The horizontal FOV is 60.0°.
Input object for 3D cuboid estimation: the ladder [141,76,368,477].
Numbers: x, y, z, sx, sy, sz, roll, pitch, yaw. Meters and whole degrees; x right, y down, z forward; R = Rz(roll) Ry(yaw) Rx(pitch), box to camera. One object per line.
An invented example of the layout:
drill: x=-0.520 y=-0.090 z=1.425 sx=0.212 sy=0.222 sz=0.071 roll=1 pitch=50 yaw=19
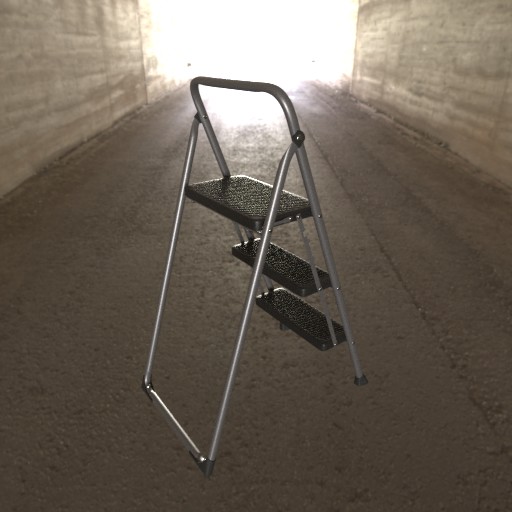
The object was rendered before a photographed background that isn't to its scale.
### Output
ladder: x=0.000 y=0.000 z=1.264 sx=0.629 sy=0.945 sz=0.430 roll=-17 pitch=30 yaw=-32
